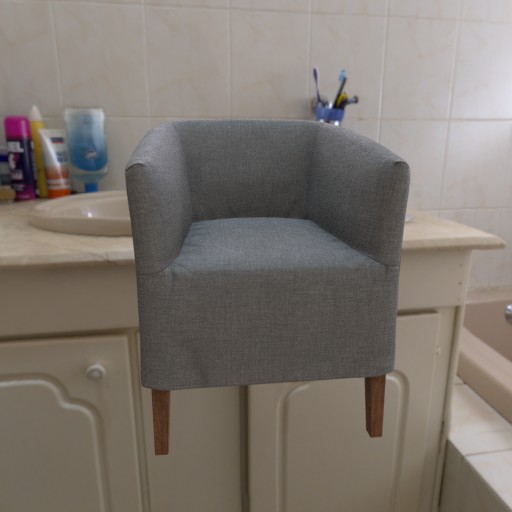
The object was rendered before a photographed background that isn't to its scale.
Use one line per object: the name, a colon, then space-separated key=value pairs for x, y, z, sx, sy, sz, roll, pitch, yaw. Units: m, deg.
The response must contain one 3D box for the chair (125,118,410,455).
chair: x=0.000 y=0.000 z=1.263 sx=0.600 sy=0.771 sz=0.668 roll=-2 pitch=15 yaw=-7
